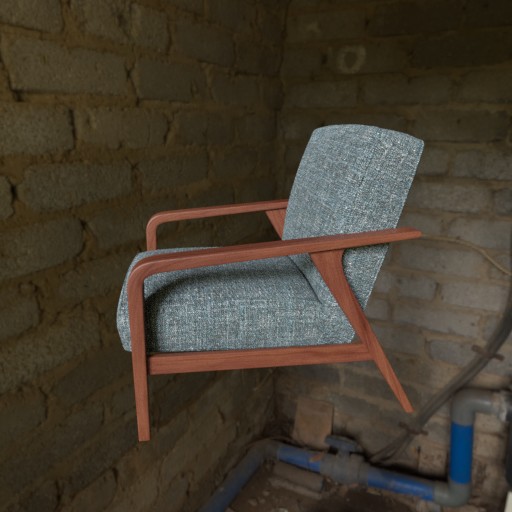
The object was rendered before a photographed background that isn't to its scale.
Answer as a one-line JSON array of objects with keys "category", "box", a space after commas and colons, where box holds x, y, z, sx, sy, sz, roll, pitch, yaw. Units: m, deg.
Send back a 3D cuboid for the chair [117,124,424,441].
[{"category": "chair", "box": [0.000, 0.000, 1.518, 0.889, 0.864, 0.719, -3, 16, -9]}]
